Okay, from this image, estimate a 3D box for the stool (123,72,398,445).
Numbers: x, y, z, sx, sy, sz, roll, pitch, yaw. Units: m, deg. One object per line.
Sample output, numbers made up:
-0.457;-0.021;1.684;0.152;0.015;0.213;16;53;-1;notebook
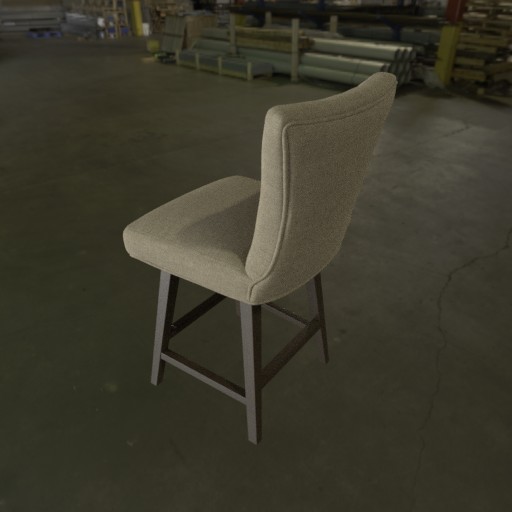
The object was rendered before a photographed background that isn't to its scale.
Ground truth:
0.000;0.000;1.308;0.574;1.000;0.514;22;38;31;stool
